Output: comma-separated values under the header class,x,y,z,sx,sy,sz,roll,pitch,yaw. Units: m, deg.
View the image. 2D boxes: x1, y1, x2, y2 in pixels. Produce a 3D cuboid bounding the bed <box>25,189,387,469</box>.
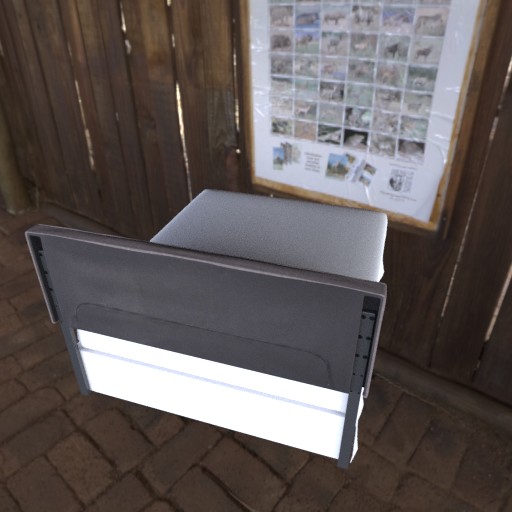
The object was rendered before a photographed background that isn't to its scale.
class,x,y,z,sx,sy,sz,roll,pitch,yaw
bed,0.000,0.000,2.812,1.610,1.089,1.894,10,33,15
